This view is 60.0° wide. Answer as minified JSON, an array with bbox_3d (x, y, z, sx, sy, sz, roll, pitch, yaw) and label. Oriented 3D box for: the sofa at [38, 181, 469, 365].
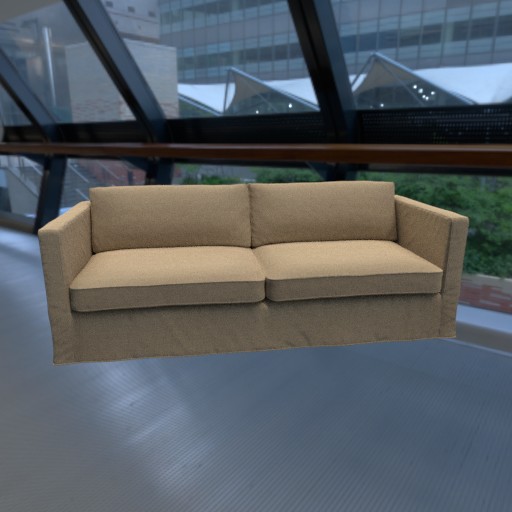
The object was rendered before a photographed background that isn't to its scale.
[{"bbox_3d":[0.000,0.000,2.802,2.312,0.853,0.962,-2,16,-8],"label":"sofa"}]
